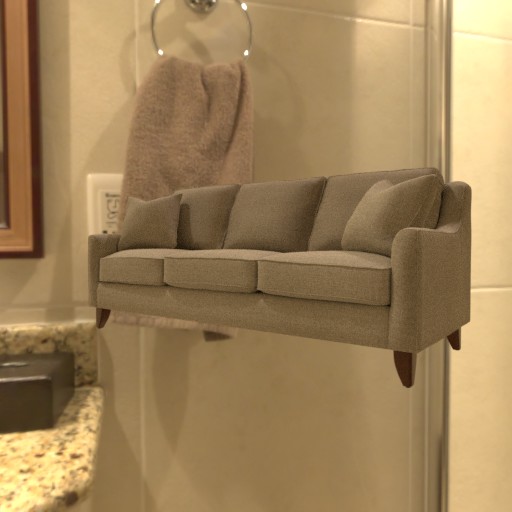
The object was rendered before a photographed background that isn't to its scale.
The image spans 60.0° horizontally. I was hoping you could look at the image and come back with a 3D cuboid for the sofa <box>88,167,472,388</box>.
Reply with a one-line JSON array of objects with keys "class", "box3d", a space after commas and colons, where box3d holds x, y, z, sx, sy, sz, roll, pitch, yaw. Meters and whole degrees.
[{"class": "sofa", "box3d": [0.000, 0.000, 2.449, 2.031, 0.914, 0.865, 1, 2, 37]}]
